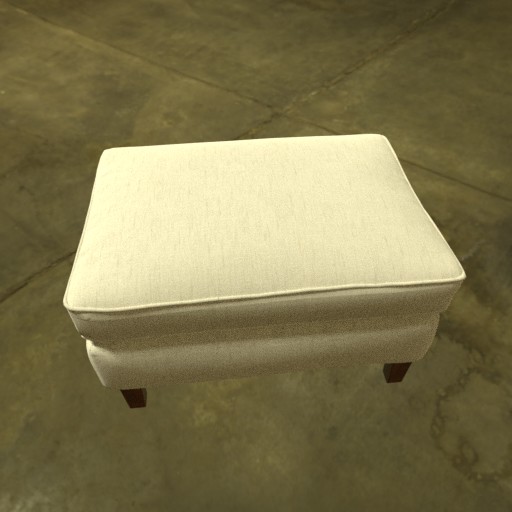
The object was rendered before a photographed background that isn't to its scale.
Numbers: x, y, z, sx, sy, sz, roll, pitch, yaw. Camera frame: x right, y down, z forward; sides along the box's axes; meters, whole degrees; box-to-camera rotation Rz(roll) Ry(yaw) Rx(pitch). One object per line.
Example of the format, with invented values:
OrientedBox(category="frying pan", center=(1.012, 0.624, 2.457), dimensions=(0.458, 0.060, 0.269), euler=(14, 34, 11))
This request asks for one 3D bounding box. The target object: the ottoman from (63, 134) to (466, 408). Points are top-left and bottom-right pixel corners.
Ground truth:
OrientedBox(category="ottoman", center=(0.000, 0.000, 0.958), dimensions=(0.665, 0.406, 0.501), euler=(-4, 46, -4))
